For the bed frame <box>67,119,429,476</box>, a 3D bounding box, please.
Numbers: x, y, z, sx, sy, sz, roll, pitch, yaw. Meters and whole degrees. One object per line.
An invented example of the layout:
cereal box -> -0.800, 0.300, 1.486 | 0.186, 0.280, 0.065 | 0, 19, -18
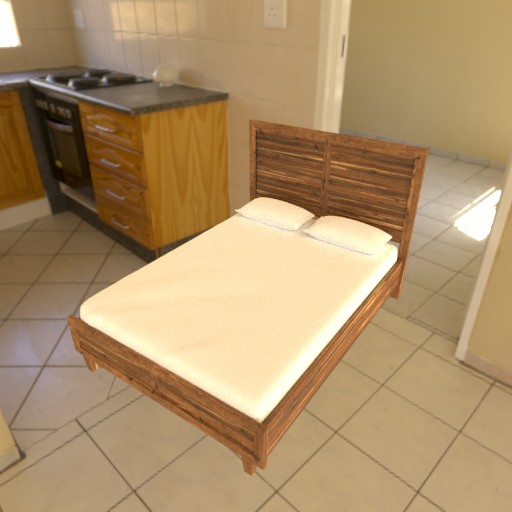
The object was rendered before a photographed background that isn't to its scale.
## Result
bed frame -> 0.000, 0.000, 3.416 | 1.696, 1.417, 2.276 | 19, 35, 30
